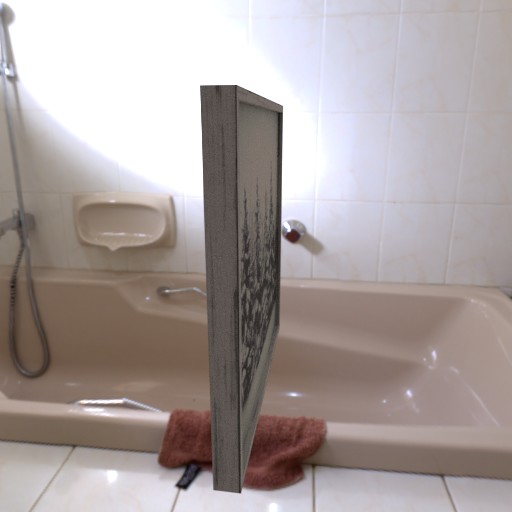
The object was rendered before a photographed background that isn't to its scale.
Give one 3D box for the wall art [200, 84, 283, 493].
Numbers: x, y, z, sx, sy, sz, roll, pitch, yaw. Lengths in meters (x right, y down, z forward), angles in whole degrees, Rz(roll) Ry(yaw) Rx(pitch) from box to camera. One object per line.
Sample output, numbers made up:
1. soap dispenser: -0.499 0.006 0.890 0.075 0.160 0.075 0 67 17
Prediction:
1. wall art: 0.000 0.000 0.756 0.038 0.506 0.506 2 17 8
